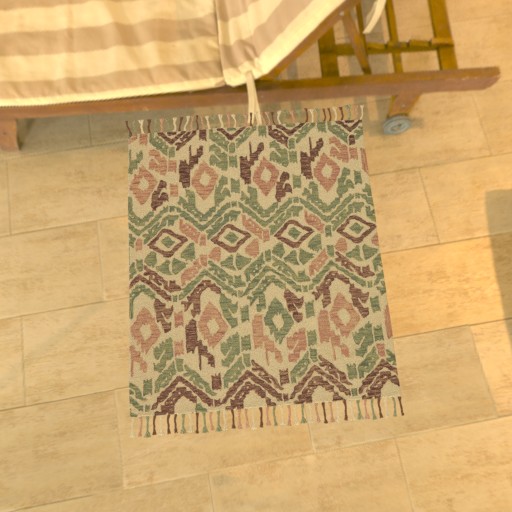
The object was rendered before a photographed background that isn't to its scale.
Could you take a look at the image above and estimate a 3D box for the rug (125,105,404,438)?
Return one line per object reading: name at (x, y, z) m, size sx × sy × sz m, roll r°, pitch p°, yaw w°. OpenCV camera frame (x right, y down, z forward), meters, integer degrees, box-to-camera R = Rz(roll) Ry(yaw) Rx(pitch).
rug at (0.000, 0.000, 4.163) m, size 2.438 × 0.010 × 3.048 m, roll -4°, pitch 76°, yaw -1°
